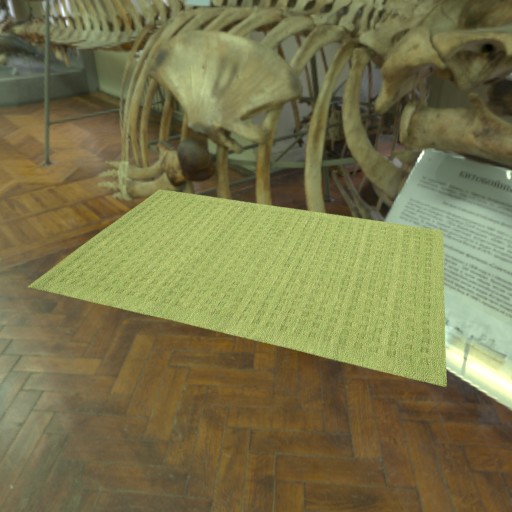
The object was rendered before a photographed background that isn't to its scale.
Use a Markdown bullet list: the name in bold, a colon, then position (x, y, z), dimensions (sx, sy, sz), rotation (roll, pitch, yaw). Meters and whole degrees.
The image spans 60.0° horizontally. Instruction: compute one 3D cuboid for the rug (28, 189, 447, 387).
- **rug**: position (0.000, 0.000, 2.870), dimensions (2.297, 0.007, 1.529), rotation (10, 33, 16)
